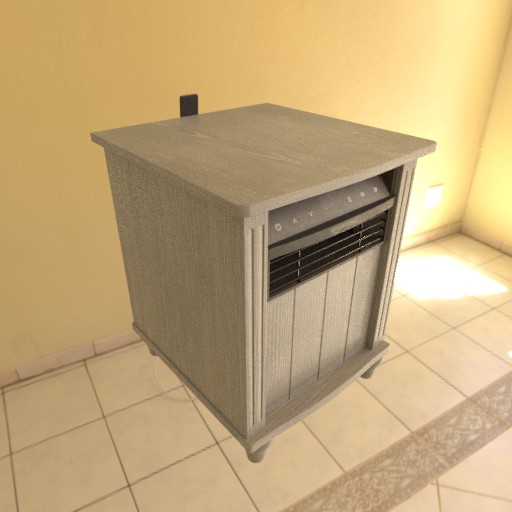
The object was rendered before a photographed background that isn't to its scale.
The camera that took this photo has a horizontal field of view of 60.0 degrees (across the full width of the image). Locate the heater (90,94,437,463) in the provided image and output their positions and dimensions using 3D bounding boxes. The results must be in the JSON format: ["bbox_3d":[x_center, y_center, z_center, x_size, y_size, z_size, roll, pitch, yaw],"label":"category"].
[{"bbox_3d":[0.000,0.000,0.761,0.362,0.481,0.400,-23,37,-34],"label":"heater"}]
